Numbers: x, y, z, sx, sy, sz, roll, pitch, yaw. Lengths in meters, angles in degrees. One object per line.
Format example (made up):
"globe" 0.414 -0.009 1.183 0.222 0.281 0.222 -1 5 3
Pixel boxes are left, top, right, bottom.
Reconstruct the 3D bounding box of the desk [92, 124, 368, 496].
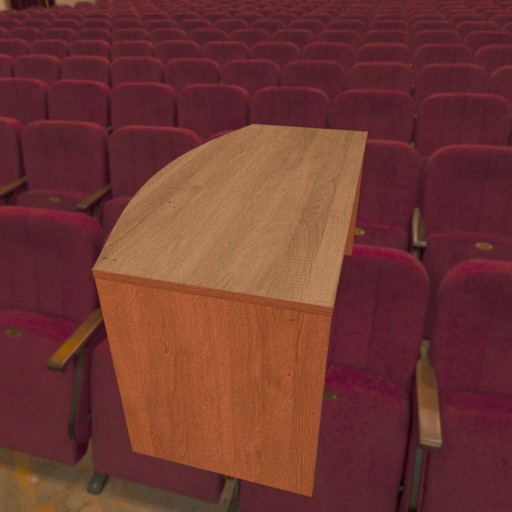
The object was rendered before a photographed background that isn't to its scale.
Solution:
"desk" 0.000 0.000 1.977 0.802 0.752 1.600 8 31 13
